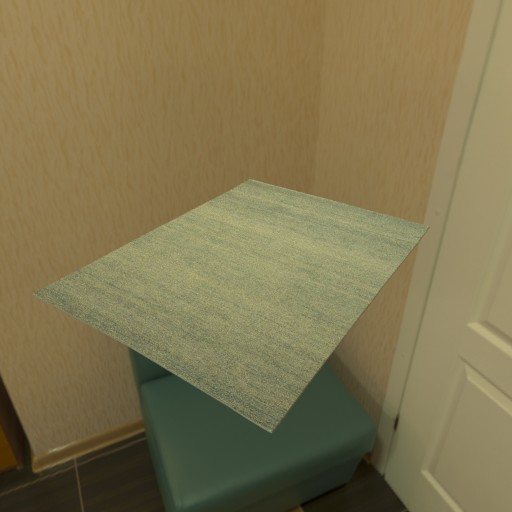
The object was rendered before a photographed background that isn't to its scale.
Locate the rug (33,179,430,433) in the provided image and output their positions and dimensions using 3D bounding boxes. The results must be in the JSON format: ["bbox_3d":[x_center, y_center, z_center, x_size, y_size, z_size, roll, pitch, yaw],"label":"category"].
[{"bbox_3d":[0.000,0.000,4.359,2.461,0.046,3.237,20,37,29],"label":"rug"}]
